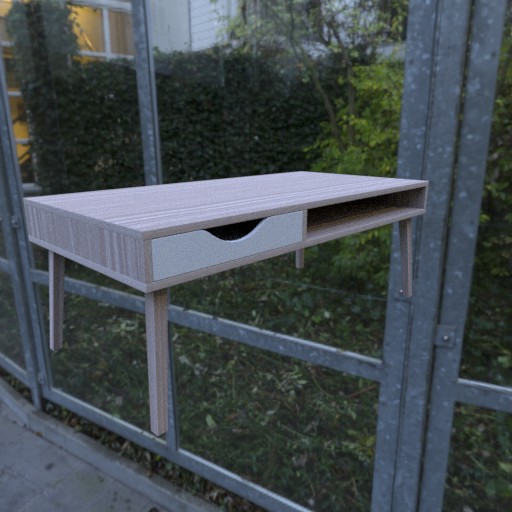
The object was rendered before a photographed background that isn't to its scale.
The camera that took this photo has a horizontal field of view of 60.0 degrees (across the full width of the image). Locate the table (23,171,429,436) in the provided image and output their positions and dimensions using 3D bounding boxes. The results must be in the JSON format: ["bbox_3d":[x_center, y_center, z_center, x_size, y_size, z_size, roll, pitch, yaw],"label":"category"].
[{"bbox_3d":[0.000,0.000,1.476,0.600,0.450,1.200,15,21,42],"label":"table"}]
